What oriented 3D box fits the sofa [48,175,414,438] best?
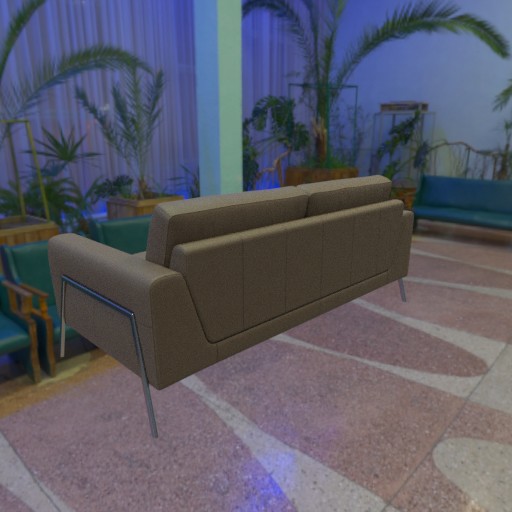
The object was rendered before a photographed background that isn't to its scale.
[{"bbox_3d":[0.000,0.000,2.588,2.017,0.875,0.953,-15,22,-43],"label":"sofa"}]
